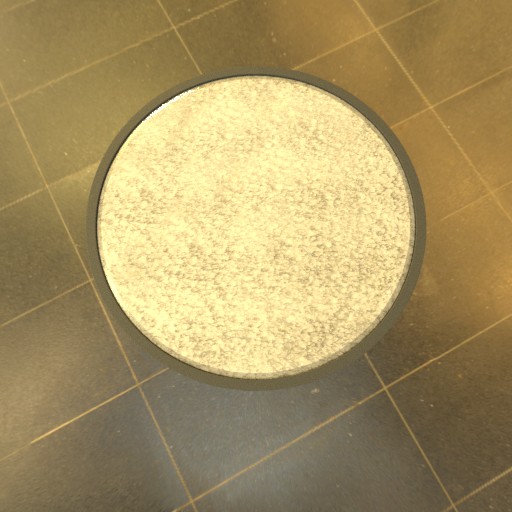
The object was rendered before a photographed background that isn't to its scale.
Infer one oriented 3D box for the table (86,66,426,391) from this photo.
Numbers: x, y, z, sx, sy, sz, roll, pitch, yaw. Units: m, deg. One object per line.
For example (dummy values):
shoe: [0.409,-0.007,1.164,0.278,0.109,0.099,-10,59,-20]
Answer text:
table: [0.000,0.000,0.854,0.470,0.498,0.470,0,76,0]
